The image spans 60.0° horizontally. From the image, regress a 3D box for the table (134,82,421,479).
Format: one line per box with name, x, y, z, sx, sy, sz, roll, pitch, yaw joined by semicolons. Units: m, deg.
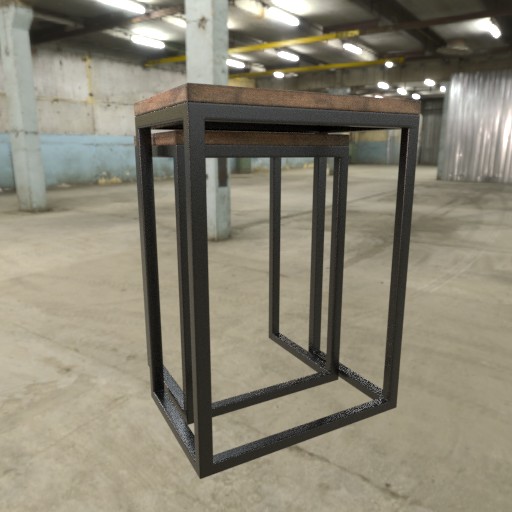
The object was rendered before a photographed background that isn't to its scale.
table;0.000;0.000;0.953;0.456;0.615;0.460;-6;15;-26
